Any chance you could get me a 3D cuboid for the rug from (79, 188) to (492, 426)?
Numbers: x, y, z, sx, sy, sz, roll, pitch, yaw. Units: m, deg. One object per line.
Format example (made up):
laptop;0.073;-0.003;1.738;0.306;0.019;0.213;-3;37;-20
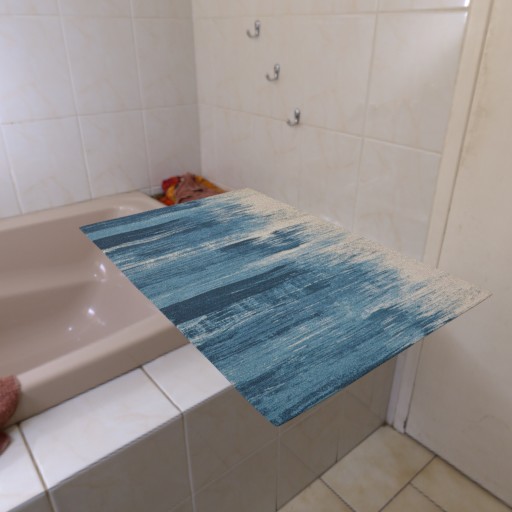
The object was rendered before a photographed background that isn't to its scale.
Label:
rug;0.000;0.000;2.259;1.232;0.009;1.836;-19;32;-32
